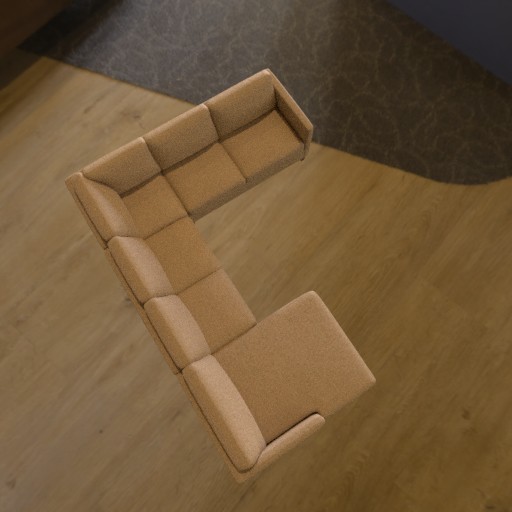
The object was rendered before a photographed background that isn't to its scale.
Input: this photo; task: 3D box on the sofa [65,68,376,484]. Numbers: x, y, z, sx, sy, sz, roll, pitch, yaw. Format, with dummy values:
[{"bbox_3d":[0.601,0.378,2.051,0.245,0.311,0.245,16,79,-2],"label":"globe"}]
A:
[{"bbox_3d":[0.000,0.000,4.555,2.551,0.889,3.403,-32,76,-9],"label":"sofa"}]
